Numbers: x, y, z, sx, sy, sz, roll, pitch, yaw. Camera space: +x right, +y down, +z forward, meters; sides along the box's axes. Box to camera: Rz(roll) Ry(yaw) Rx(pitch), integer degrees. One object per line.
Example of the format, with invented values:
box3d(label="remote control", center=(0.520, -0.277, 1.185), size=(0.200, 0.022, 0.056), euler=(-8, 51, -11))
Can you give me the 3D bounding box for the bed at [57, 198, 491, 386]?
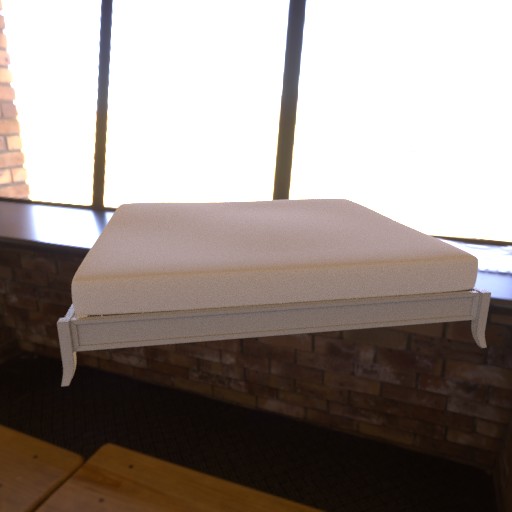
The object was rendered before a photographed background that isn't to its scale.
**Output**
box3d(label="bed", center=(0.000, 0.000, 3.020), size=(2.108, 0.510, 2.007), euler=(-3, 17, -9))
